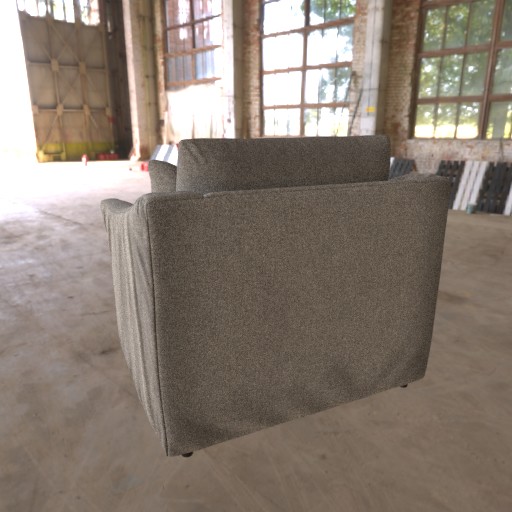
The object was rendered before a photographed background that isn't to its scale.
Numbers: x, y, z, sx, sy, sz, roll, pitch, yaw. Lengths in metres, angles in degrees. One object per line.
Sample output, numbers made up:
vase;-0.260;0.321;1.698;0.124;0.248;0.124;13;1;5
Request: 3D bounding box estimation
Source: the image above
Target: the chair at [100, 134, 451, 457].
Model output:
chair;0.000;0.000;1.996;1.194;1.059;1.071;-8;18;-24
